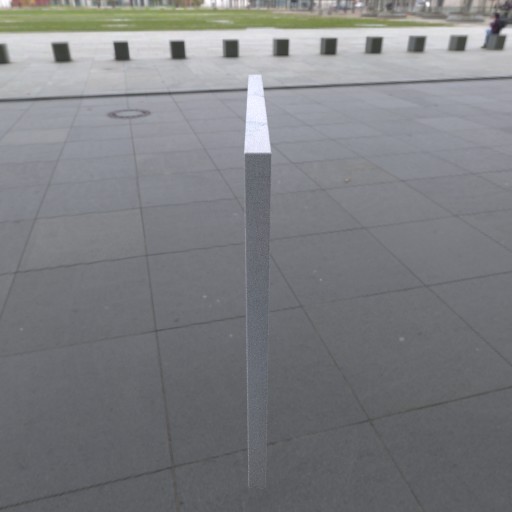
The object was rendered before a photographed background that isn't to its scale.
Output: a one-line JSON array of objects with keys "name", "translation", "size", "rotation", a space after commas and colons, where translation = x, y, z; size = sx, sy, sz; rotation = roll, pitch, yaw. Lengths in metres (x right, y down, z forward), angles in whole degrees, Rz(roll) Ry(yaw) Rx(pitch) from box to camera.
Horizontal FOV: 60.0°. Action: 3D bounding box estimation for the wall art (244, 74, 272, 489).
[{"name": "wall art", "translation": [0.000, 0.000, 1.128], "size": [0.038, 0.762, 0.762], "rotation": [0, 30, 0]}]
